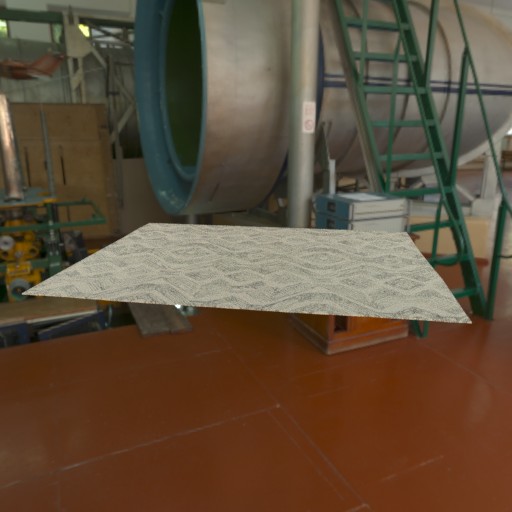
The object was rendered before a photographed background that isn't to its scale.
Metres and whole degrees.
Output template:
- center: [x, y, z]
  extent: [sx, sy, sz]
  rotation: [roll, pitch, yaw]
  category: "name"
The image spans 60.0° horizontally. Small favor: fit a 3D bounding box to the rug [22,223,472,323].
- center: [0.000, 0.000, 4.071]
  extent: [3.054, 0.030, 2.430]
  rotation: [3, 17, 9]
  category: "rug"
